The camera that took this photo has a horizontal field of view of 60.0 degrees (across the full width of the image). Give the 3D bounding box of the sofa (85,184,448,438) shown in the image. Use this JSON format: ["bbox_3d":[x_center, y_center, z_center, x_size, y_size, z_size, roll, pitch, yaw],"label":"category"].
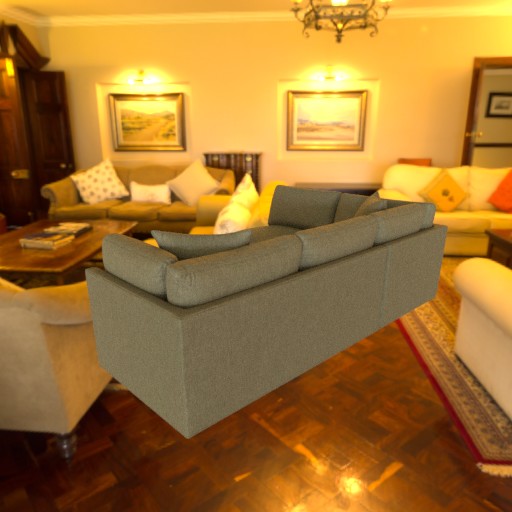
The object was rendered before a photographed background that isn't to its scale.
[{"bbox_3d":[0.000,0.000,3.763,2.896,0.978,1.994,-15,22,-42],"label":"sofa"}]
